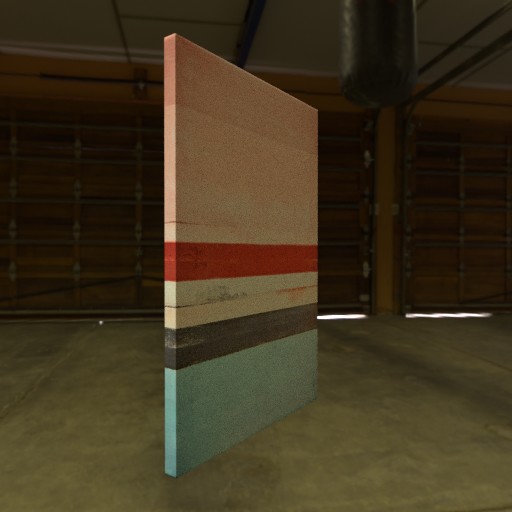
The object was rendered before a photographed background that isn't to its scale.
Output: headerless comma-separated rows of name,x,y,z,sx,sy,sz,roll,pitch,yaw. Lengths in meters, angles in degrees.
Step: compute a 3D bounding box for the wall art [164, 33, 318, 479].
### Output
wall art,0.000,0.000,1.166,0.038,0.914,0.610,0,1,36
